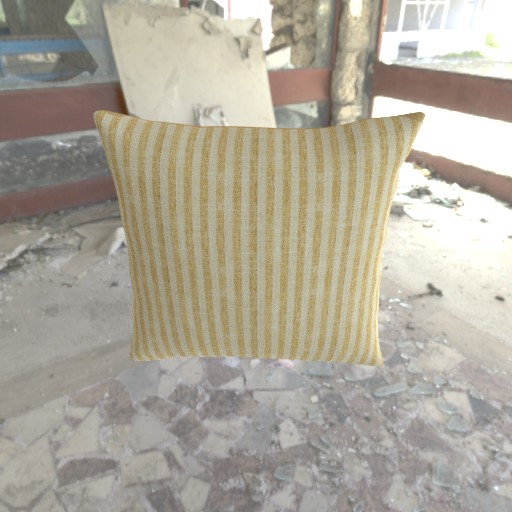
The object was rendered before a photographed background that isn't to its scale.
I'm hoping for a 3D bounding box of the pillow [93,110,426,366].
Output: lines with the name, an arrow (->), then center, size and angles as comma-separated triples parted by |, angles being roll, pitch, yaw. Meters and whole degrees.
pillow -> 0.000, 0.000, 0.643 | 0.419, 0.407, 0.173 | 1, 29, 1
